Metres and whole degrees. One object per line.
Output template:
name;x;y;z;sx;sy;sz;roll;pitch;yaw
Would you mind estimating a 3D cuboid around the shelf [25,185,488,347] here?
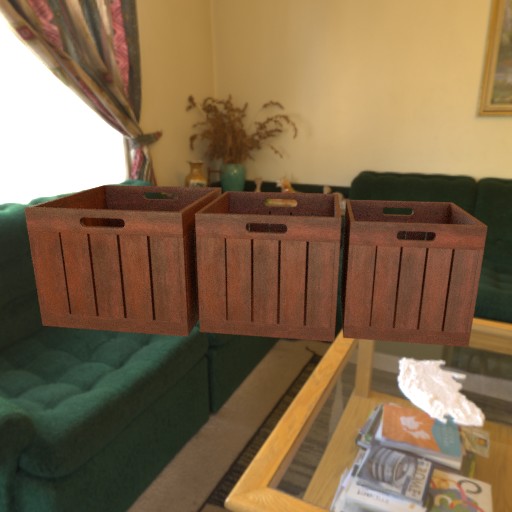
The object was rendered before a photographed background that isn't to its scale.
shelf;0.000;0.000;1.217;1.064;0.311;0.393;3;17;8
